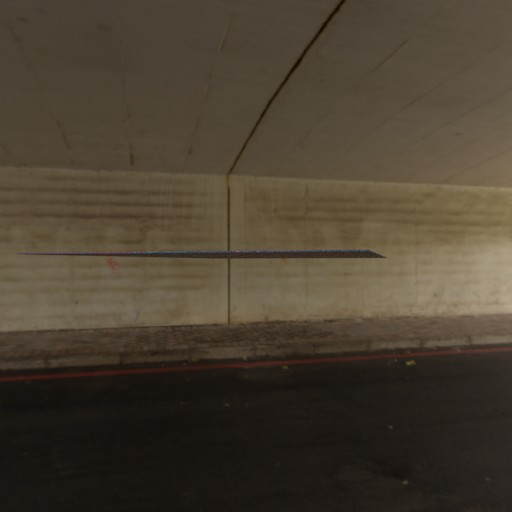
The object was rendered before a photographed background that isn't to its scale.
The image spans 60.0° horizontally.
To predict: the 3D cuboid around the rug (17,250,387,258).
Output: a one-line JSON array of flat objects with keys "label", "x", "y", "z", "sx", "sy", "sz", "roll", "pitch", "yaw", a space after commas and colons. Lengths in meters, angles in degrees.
[{"label": "rug", "x": 0.000, "y": 0.000, "z": 3.650, "sx": 2.007, "sy": 0.013, "sz": 2.896, "roll": 0, "pitch": -1, "yaw": 18}]
